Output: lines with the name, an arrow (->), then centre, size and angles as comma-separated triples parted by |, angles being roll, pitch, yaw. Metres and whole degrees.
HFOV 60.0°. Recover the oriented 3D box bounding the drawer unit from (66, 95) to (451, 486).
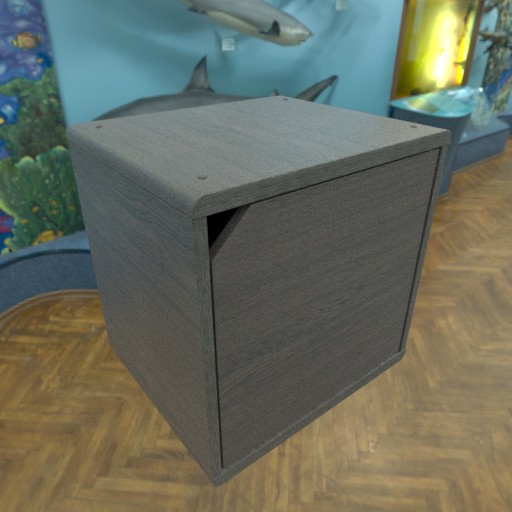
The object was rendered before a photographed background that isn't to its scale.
drawer unit -> 0.000, 0.000, 0.594 | 0.344, 0.344, 0.290 | -21, 35, -33
